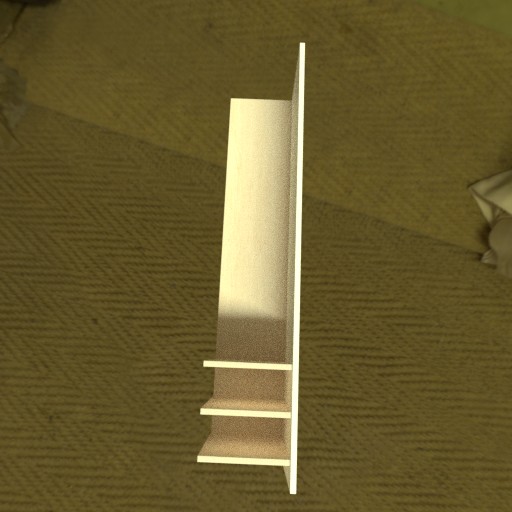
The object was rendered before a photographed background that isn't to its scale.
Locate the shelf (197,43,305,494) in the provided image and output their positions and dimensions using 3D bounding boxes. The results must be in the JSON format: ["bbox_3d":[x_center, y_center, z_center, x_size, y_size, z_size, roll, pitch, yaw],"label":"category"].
[{"bbox_3d":[0.000,0.000,1.131,0.200,0.300,1.020,2,78,1],"label":"shelf"}]
